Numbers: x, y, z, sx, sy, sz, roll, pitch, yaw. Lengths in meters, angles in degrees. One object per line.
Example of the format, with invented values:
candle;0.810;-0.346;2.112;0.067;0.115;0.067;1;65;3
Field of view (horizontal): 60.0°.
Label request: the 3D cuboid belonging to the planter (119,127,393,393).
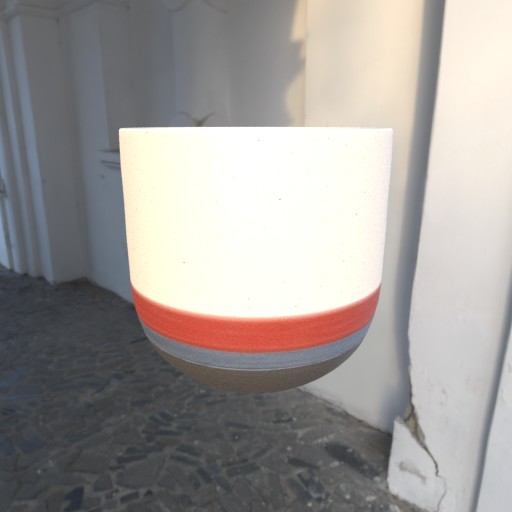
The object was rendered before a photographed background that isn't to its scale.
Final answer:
planter;0.000;0.000;0.486;0.268;0.270;0.268;0;17;0
